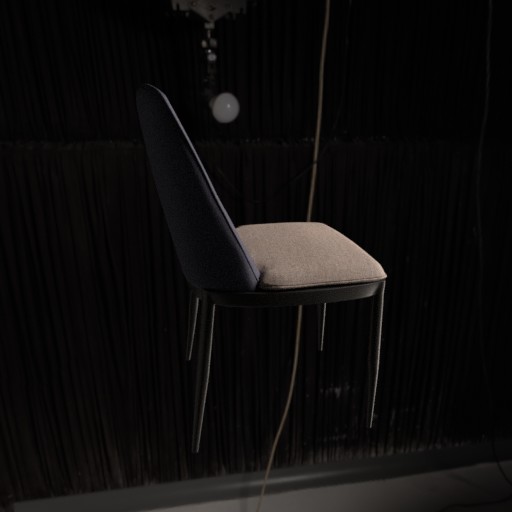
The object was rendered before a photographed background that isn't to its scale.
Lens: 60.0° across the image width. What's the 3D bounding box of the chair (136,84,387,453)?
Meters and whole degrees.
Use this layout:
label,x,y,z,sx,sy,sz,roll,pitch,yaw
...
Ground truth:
label,x,y,z,sx,sy,sz,roll,pitch,yaw
chair,0.000,0.000,1.174,0.551,0.839,0.480,-3,18,-10
